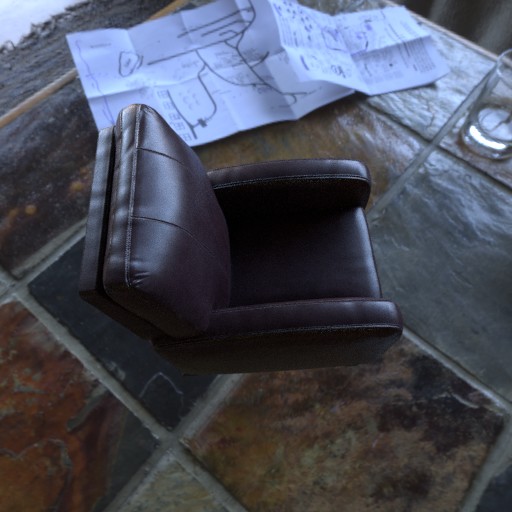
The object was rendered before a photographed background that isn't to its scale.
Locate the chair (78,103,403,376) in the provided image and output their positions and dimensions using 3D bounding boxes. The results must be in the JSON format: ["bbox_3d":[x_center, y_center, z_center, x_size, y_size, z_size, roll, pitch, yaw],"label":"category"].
[{"bbox_3d":[0.000,0.000,1.682,0.990,0.990,0.762,-3,63,-2],"label":"chair"}]
